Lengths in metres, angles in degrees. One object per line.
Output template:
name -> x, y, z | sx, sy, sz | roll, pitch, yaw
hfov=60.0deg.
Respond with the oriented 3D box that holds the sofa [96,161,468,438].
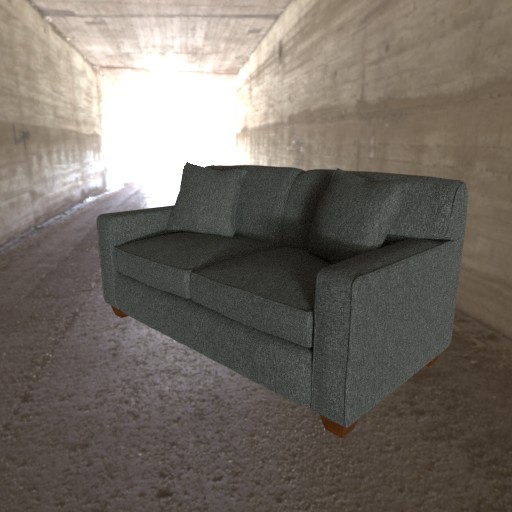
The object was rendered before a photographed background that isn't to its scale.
sofa -> 0.000, 0.000, 2.431 | 1.846, 0.958, 0.998 | 14, 20, 43
